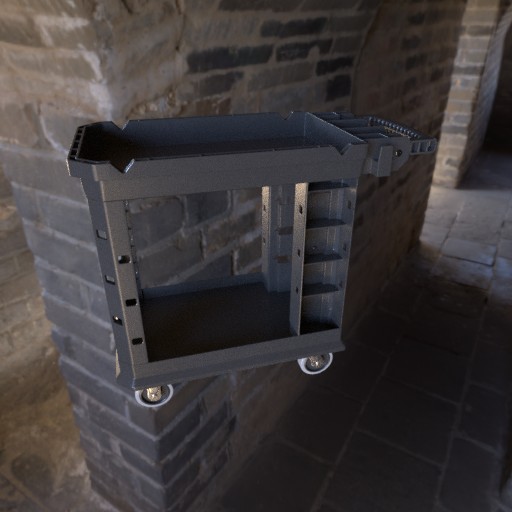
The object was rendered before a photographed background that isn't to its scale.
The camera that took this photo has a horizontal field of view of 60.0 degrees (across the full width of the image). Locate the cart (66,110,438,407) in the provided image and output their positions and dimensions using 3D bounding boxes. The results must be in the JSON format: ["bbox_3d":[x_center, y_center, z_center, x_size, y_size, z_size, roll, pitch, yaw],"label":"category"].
[{"bbox_3d":[0.000,0.000,1.570,1.061,0.884,0.497,-8,30,-14],"label":"cart"}]
